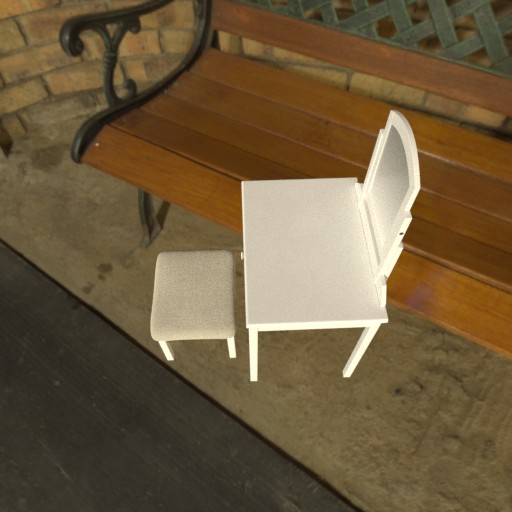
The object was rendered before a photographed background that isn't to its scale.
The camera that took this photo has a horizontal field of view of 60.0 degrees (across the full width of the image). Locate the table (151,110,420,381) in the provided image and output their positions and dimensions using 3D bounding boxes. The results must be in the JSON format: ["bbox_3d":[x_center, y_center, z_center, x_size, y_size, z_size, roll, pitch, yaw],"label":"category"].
[{"bbox_3d":[0.000,0.000,2.313,1.211,1.631,0.876,-2,58,-1],"label":"table"}]
